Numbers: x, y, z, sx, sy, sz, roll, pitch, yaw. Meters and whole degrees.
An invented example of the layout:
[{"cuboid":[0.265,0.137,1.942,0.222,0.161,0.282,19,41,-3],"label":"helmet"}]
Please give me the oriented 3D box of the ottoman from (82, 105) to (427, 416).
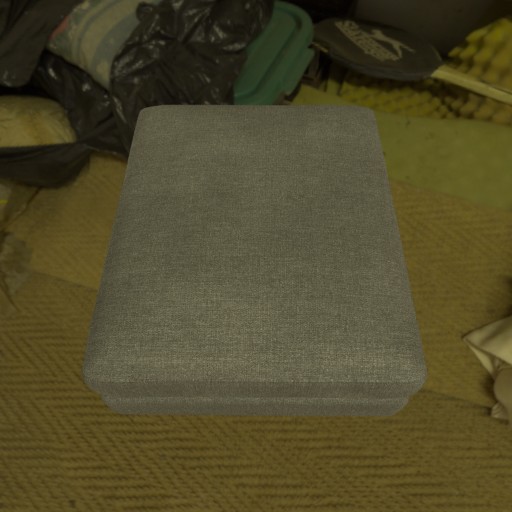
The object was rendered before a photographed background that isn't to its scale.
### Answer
[{"cuboid":[0.000,0.000,1.221,0.693,0.474,0.821,0,57,0],"label":"ottoman"}]
